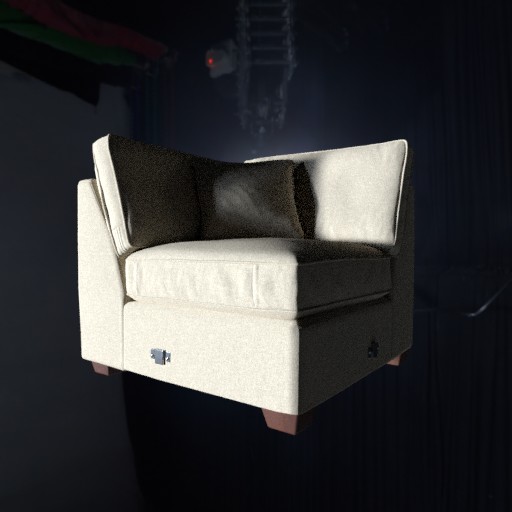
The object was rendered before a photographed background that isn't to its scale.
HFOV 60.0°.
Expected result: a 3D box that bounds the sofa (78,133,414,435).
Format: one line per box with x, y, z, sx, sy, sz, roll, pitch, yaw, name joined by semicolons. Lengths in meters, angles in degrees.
0.000;0.000;1.969;1.146;1.002;1.084;1;2;36;sofa
